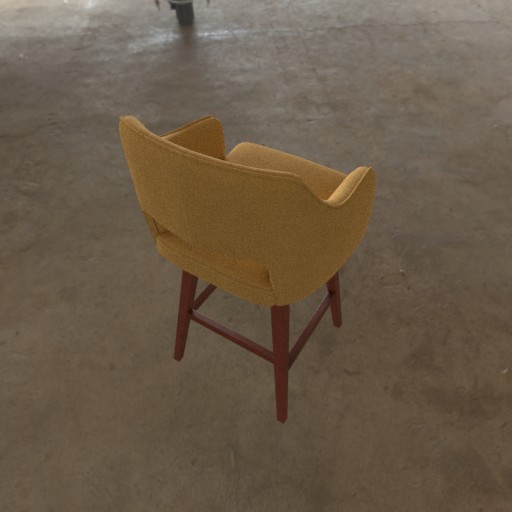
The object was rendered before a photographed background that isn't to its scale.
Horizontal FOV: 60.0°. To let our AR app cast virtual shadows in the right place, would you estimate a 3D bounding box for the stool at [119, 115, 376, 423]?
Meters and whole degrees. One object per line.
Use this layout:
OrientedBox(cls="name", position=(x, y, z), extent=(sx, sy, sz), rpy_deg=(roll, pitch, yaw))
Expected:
OrientedBox(cls="stool", position=(0.000, 0.000, 1.329), extent=(0.548, 1.012, 0.558), rpy_deg=(24, 51, 21))
